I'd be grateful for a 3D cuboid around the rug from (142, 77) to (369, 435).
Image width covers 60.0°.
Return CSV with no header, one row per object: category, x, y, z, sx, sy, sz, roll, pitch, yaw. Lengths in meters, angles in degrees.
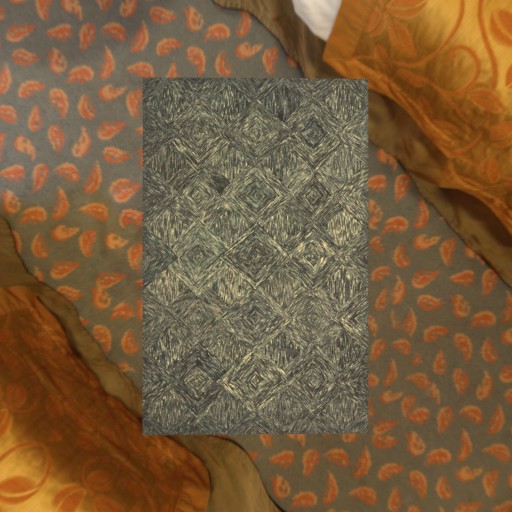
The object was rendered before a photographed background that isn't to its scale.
rug,0.000,0.000,2.901,1.478,0.017,2.330,0,90,-1
